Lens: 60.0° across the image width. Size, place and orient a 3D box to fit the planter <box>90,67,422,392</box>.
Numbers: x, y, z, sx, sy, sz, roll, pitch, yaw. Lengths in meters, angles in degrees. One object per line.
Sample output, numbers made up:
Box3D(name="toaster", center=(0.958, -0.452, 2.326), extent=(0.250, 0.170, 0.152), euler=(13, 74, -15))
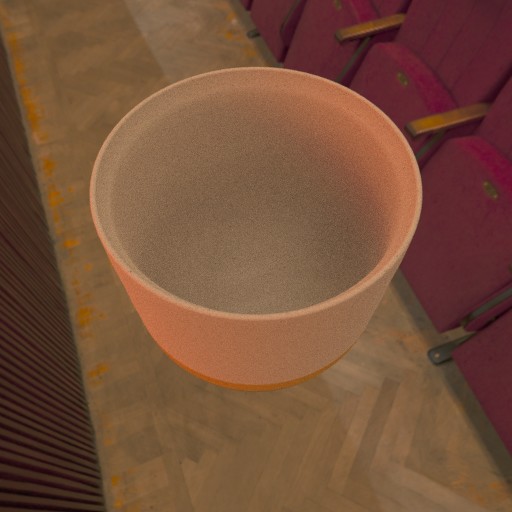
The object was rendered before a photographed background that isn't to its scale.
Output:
Box3D(name="planter", center=(0.000, 0.000, 0.474), extent=(0.268, 0.270, 0.268), euler=(0, 58, 0))
